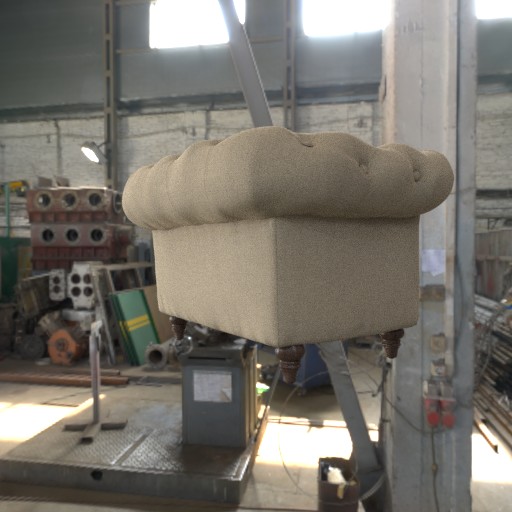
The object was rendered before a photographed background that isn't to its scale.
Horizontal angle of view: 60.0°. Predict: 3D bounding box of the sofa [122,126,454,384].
[{"bbox_3d":[0.000,0.000,2.028,1.034,0.878,1.405,-1,1,-35],"label":"sofa"}]
